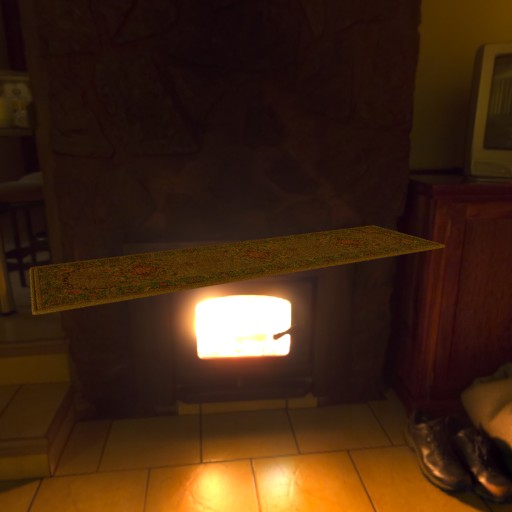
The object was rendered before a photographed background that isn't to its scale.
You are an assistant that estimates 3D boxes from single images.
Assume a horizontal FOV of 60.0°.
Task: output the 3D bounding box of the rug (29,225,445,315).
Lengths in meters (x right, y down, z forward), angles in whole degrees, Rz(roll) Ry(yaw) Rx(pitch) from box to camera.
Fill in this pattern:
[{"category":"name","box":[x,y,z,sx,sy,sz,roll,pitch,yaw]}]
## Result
[{"category":"rug","box":[0.000,0.000,2.513,2.297,0.019,0.659,-8,18,-26]}]
